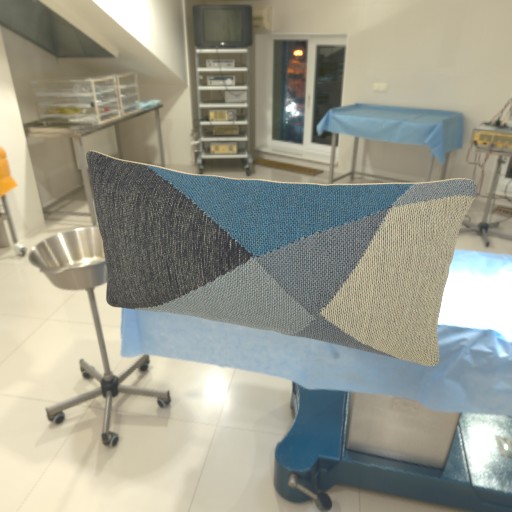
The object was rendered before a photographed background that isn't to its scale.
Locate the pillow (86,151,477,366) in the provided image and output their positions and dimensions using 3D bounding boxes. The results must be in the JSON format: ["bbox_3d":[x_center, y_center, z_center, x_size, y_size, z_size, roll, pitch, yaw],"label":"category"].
[{"bbox_3d":[0.000,0.000,0.717,0.604,0.307,0.148,8,28,15],"label":"pillow"}]
